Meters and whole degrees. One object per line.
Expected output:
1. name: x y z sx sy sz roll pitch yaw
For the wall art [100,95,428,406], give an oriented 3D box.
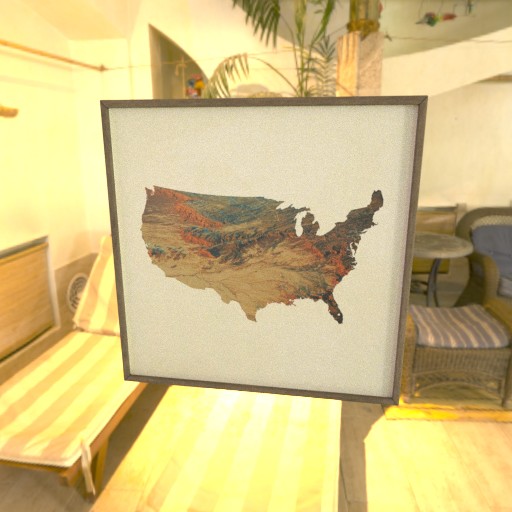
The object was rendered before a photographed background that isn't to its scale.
1. wall art: 0.000 0.000 1.119 0.749 0.751 0.050 2 15 9
